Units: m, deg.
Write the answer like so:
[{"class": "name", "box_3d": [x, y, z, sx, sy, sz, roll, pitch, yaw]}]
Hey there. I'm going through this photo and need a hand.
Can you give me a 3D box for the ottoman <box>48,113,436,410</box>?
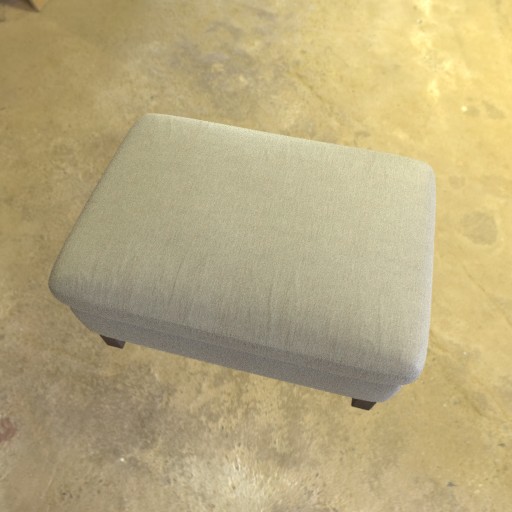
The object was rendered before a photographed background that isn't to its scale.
[{"class": "ottoman", "box_3d": [0.000, 0.000, 1.040, 0.735, 0.404, 0.528, 12, 59, 7]}]
